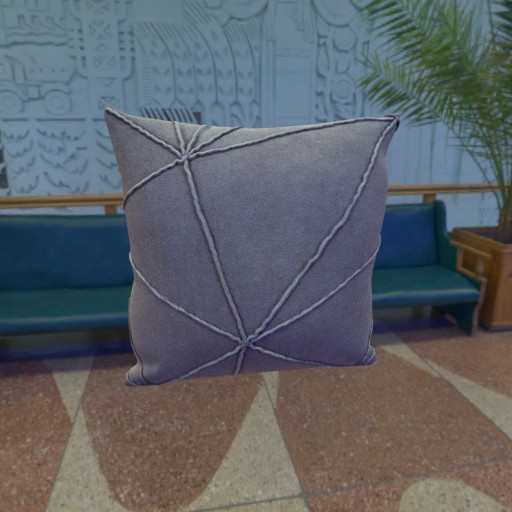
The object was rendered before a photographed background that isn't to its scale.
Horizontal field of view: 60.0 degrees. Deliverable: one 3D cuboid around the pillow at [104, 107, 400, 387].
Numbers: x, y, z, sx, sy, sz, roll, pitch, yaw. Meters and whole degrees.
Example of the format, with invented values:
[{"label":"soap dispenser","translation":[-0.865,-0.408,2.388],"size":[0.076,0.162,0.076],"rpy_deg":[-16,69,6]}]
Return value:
[{"label":"pillow","translation":[0.000,0.000,0.694],"size":[0.439,0.440,0.185],"rpy_deg":[-3,18,-8]}]
